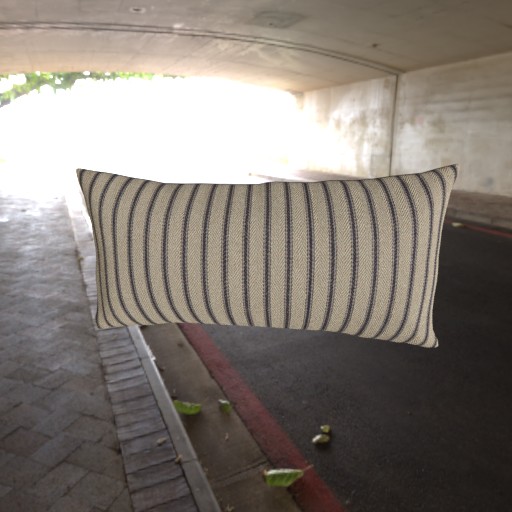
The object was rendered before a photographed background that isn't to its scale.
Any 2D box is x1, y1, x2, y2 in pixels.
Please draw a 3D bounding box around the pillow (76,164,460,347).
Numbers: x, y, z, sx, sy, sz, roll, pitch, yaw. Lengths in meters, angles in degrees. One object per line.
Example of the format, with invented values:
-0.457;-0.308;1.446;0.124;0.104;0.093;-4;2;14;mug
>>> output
0.000;0.000;0.737;0.609;0.305;0.151;2;15;8;pillow
